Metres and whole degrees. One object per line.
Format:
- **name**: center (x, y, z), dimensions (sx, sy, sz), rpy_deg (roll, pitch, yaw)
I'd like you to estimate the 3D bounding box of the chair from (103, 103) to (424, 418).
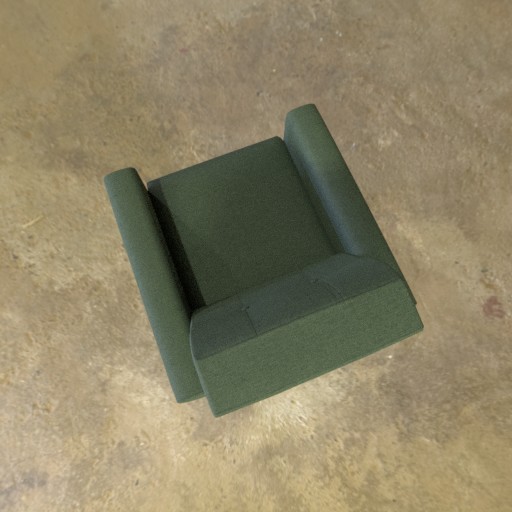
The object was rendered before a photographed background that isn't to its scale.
- **chair**: center (0.000, 0.000, 1.594), dimensions (0.831, 0.841, 0.909), rpy_deg (-21, 75, -6)
